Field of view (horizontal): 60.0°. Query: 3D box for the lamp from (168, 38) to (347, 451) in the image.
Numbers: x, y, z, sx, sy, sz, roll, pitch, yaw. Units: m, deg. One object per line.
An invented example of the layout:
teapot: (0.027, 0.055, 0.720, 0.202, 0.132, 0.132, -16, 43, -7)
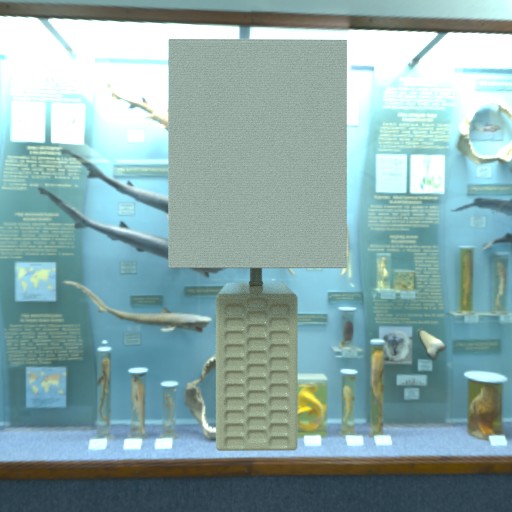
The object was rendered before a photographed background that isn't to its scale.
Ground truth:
lamp: (0.000, 0.000, 0.686, 0.200, 0.515, 0.380, 0, 1, -1)
